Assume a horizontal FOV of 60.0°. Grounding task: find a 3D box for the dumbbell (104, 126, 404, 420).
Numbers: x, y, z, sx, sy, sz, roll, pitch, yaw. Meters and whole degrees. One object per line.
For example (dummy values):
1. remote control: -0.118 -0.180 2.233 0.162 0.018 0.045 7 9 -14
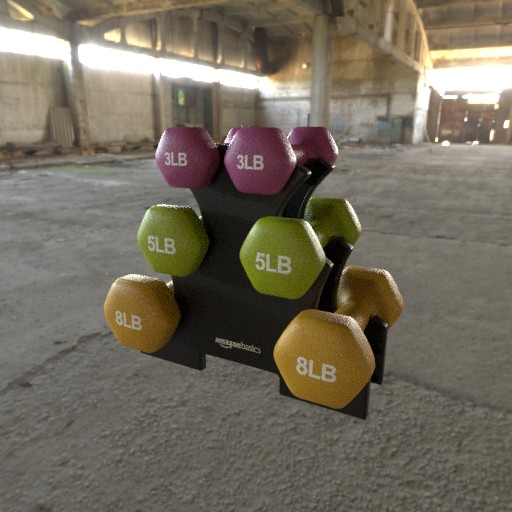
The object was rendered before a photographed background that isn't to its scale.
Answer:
1. dumbbell: 0.000 0.000 0.484 0.300 0.271 0.190 9 19 27
